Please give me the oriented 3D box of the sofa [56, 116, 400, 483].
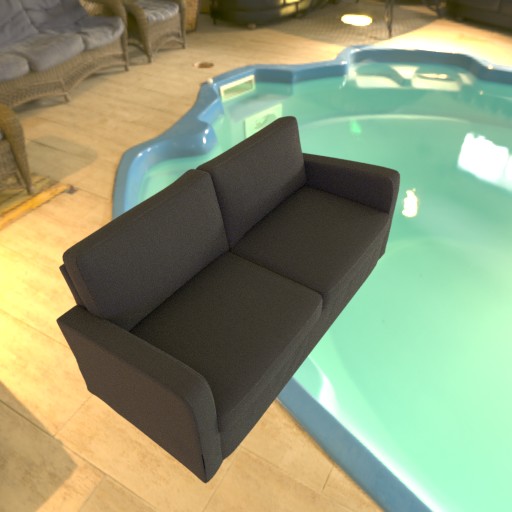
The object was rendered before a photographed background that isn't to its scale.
[{"bbox_3d":[0.000,0.000,2.331,0.898,0.839,1.852,25,47,26],"label":"sofa"}]
